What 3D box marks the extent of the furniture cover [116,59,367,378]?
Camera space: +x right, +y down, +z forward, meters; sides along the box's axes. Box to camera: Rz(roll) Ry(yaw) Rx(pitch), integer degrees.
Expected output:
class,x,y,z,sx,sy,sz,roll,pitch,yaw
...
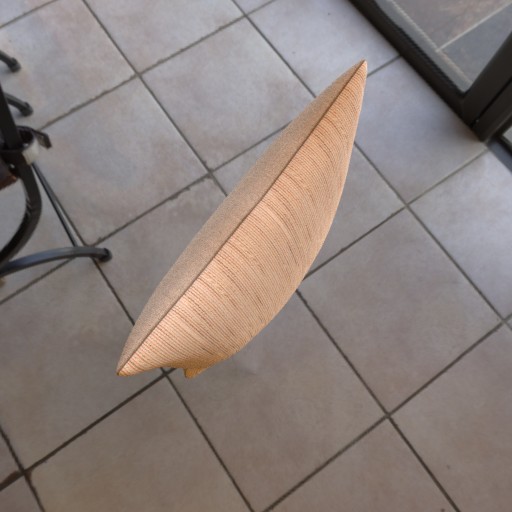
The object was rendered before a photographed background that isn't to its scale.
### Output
class,x,y,z,sx,sy,sz,roll,pitch,yaw
furniture cover,0.000,0.000,0.777,0.178,0.506,0.512,35,78,9
